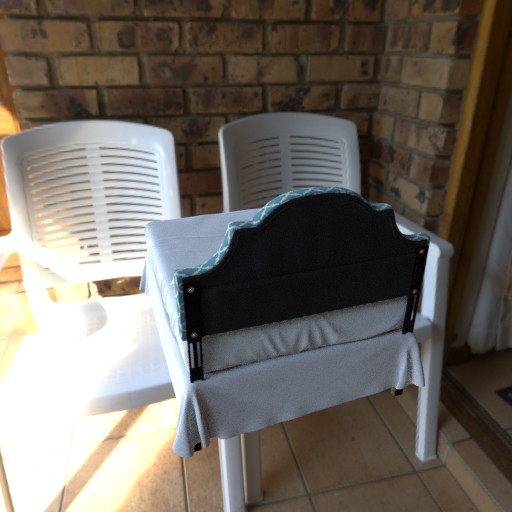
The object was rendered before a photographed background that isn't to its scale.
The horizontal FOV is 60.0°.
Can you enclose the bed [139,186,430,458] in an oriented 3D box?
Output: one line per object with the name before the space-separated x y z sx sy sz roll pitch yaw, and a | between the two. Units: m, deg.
bed | 0.000 0.000 3.501 1.780 1.633 2.222 -9 27 -17
